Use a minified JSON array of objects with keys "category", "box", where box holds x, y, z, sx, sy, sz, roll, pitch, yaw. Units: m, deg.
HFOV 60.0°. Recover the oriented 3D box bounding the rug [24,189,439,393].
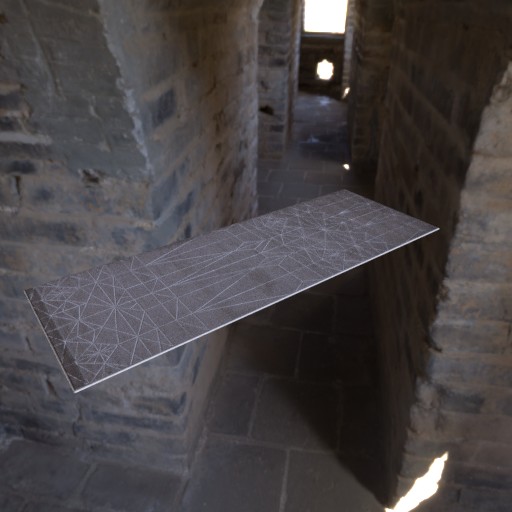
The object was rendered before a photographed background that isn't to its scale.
[{"category":"rug","box":[0.000,0.000,2.633,2.388,0.012,0.864,-20,36,-31]}]
